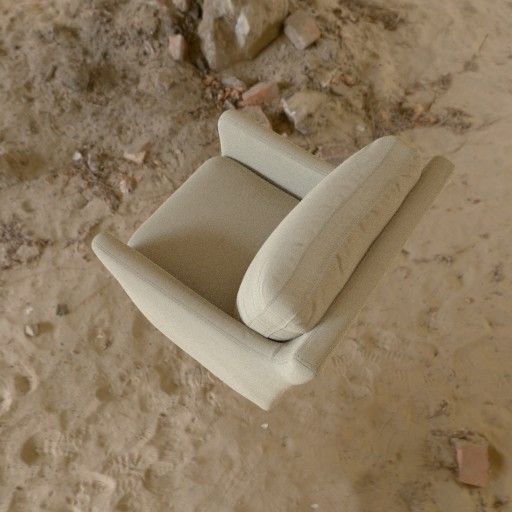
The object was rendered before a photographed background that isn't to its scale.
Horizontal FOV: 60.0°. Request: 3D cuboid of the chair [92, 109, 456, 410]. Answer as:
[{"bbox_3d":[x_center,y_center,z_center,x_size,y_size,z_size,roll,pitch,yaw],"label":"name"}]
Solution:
[{"bbox_3d":[0.000,0.000,1.324,0.694,0.914,0.626,34,68,15],"label":"chair"}]
